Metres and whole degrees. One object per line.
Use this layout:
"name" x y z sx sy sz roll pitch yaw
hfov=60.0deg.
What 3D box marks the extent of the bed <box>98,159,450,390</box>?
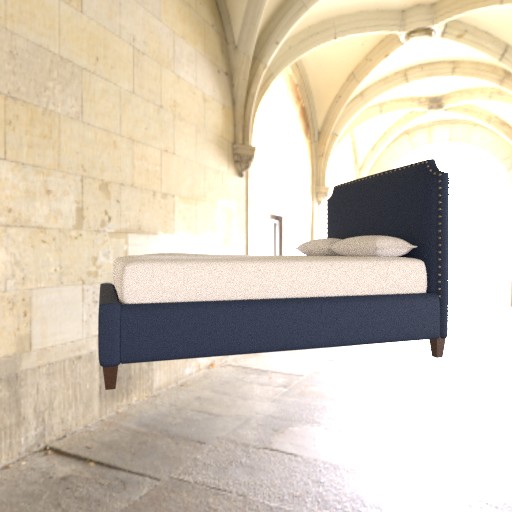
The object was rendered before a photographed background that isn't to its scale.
"bed" 0.000 0.000 3.551 2.372 1.443 1.712 0 1 -19
